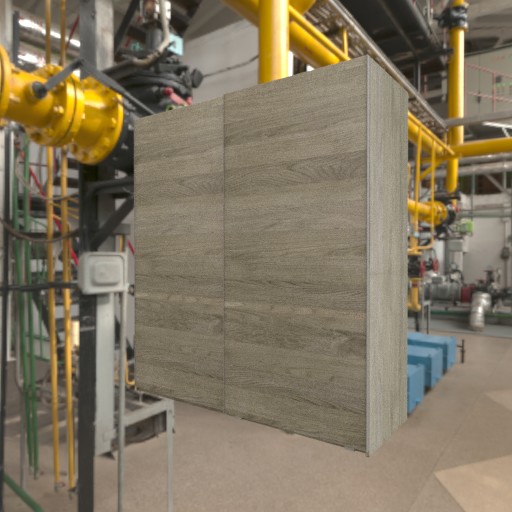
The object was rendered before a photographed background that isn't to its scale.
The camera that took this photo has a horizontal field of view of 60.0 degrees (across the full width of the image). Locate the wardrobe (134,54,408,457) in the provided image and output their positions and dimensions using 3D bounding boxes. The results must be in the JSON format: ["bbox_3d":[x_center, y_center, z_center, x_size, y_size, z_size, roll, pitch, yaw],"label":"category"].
[{"bbox_3d":[0.000,0.000,2.912,1.780,1.960,0.629,0,1,36],"label":"wardrobe"}]
